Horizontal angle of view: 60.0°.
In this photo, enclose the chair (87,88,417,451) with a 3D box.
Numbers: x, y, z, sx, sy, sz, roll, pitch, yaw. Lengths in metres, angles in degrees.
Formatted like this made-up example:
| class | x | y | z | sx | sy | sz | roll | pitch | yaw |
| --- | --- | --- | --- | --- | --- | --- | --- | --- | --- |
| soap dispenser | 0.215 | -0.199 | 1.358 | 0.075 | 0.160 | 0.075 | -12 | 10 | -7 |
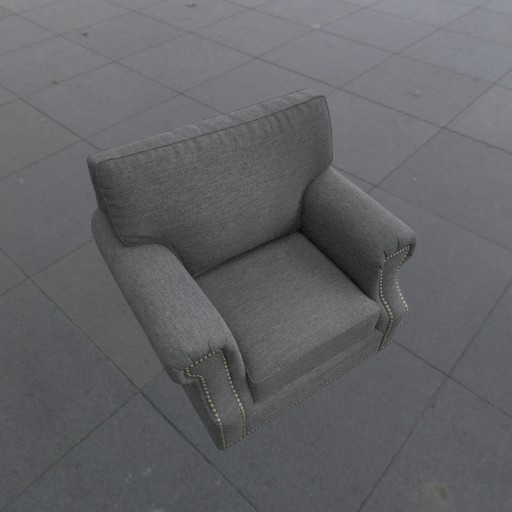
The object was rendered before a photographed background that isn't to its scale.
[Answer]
| class | x | y | z | sx | sy | sz | roll | pitch | yaw |
| --- | --- | --- | --- | --- | --- | --- | --- | --- | --- |
| chair | 0.000 | 0.000 | 1.832 | 1.092 | 0.961 | 0.965 | -25 | 51 | -22 |
